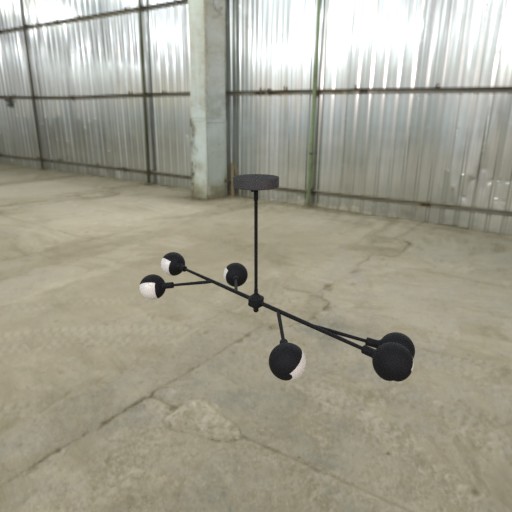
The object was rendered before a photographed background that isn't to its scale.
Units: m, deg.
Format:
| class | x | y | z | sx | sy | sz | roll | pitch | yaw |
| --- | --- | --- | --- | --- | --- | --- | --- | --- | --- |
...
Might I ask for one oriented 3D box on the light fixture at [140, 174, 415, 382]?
| class | x | y | z | sx | sy | sz | roll | pitch | yaw |
| --- | --- | --- | --- | --- | --- | --- | --- | --- | --- |
| light fixture | 0.000 | 0.000 | 1.023 | 0.434 | 0.362 | 0.778 | -9 | 20 | -25 |
